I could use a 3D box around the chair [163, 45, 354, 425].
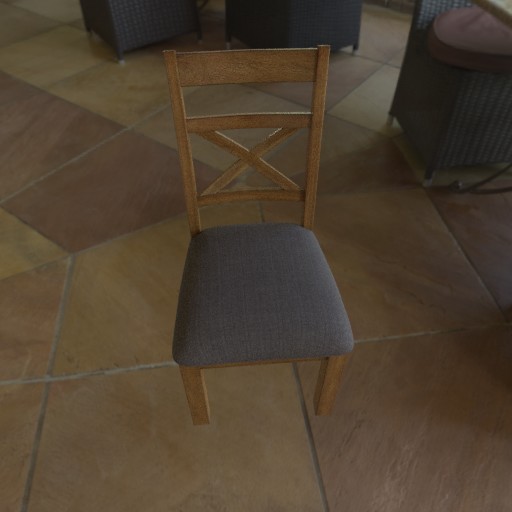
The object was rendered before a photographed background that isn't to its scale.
[{"bbox_3d":[0.000,0.000,1.255,0.470,0.949,0.581,-3,47,-3],"label":"chair"}]
